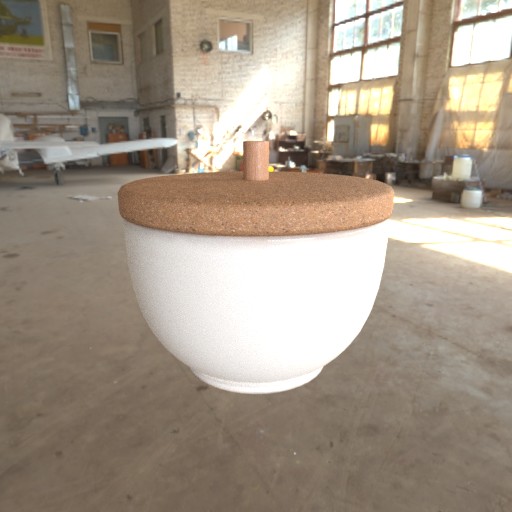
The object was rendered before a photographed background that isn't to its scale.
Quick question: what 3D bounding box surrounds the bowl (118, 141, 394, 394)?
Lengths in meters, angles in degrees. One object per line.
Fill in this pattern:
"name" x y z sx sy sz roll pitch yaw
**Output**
"bowl" 0.000 0.000 0.220 0.126 0.110 0.126 0 16 0
